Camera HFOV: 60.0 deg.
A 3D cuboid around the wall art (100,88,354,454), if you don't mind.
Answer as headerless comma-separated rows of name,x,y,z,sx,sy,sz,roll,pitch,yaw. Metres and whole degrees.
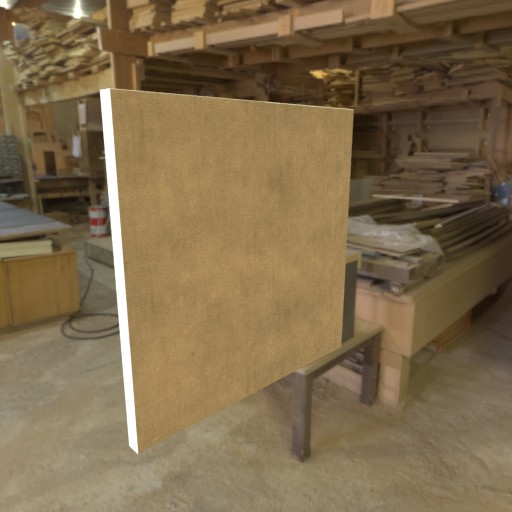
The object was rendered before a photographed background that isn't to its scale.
wall art,0.000,0.000,0.688,0.455,0.453,0.023,-14,20,-42
